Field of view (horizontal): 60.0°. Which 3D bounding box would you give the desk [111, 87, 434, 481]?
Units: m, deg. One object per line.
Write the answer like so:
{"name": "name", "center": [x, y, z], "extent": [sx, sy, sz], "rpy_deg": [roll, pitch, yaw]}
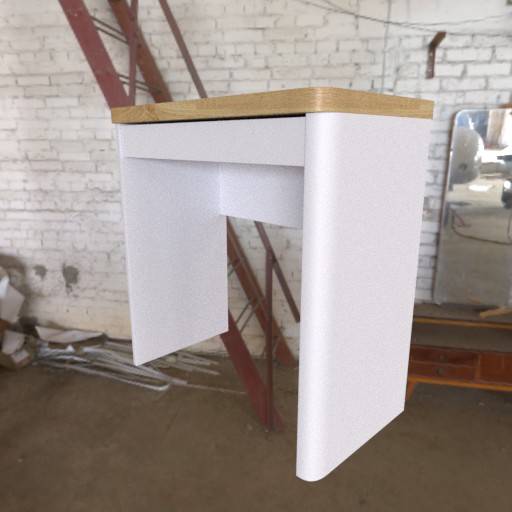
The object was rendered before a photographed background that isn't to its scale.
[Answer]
{"name": "desk", "center": [0.000, 0.000, 1.227], "extent": [0.440, 0.790, 0.760], "rpy_deg": [-14, 20, -43]}
